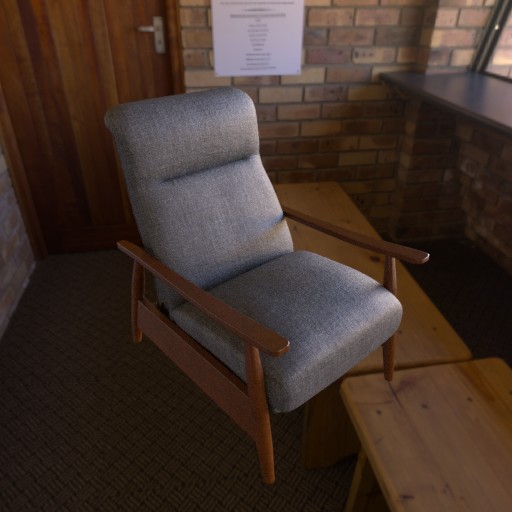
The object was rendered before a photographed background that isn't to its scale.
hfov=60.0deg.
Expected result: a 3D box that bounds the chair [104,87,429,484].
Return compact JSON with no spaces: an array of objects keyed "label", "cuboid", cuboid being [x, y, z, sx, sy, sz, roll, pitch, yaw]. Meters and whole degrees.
[{"label":"chair","cuboid":[0.000,0.000,1.743,0.762,1.082,1.030,-24,39,-34]}]
